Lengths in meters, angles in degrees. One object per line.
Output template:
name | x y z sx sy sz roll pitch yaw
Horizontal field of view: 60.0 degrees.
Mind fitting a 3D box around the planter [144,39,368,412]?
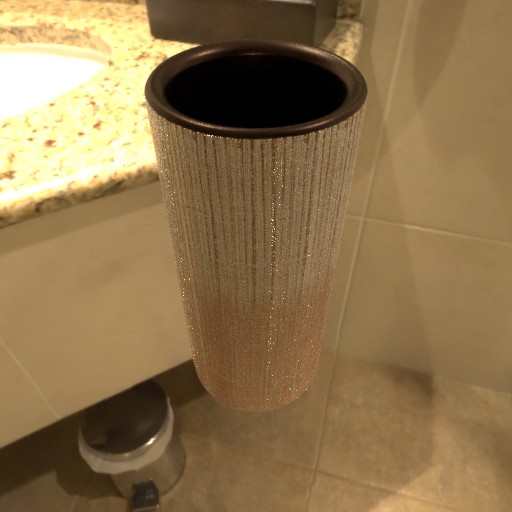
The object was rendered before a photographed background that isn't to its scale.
planter | 0.000 0.000 0.279 0.100 0.227 0.100 -16 47 -15
